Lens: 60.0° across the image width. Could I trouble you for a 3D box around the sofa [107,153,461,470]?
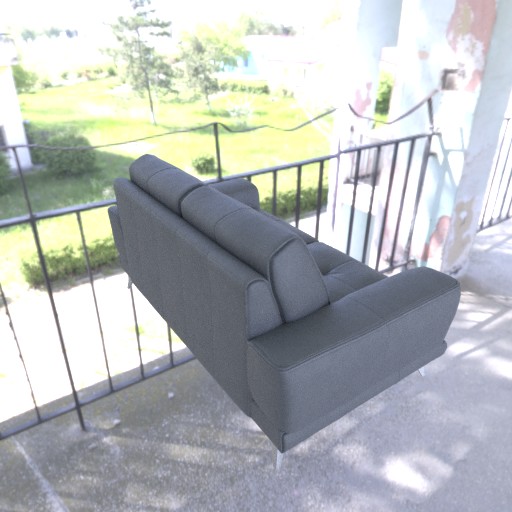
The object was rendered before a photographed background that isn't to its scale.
[{"bbox_3d":[0.000,0.000,2.356,1.018,0.907,1.806,-18,33,-30],"label":"sofa"}]
